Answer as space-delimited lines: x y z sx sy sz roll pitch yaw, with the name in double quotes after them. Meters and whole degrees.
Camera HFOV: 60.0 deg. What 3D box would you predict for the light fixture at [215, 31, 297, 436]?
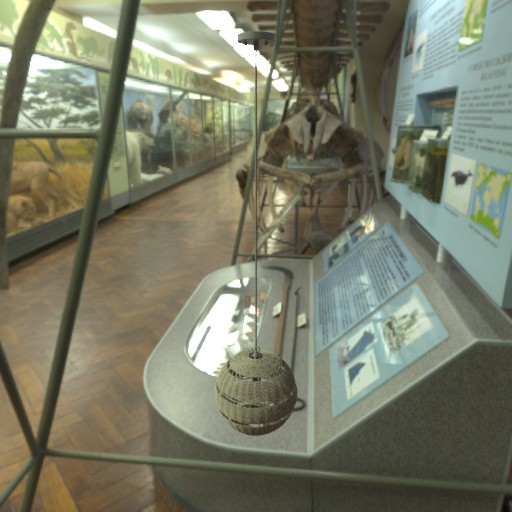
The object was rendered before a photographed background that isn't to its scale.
0.000 0.000 2.230 0.457 2.019 0.457 2 17 7 "light fixture"
